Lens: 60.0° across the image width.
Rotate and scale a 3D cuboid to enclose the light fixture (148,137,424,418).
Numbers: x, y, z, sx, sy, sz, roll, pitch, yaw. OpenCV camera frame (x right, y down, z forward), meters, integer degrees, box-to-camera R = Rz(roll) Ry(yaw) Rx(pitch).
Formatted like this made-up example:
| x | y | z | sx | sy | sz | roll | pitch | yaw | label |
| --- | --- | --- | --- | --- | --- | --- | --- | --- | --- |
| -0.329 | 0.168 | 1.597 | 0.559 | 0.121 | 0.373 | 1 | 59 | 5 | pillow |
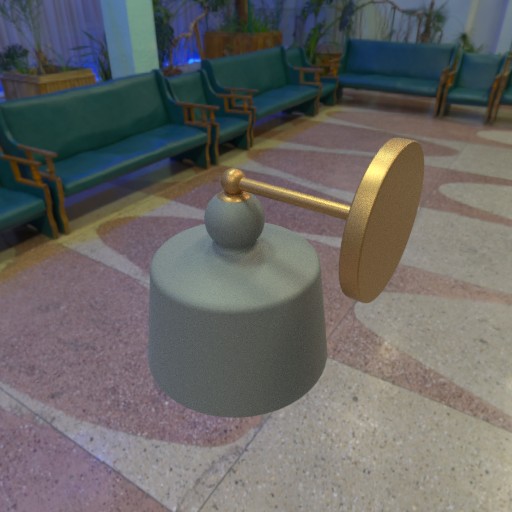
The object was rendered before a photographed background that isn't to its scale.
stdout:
| x | y | z | sx | sy | sz | roll | pitch | yaw | label |
| --- | --- | --- | --- | --- | --- | --- | --- | --- | --- |
| 0.000 | 0.000 | 0.433 | 0.254 | 0.268 | 0.204 | 20 | 37 | 30 | light fixture |
